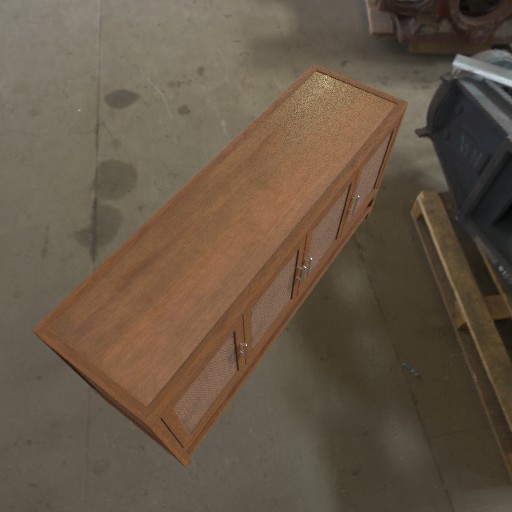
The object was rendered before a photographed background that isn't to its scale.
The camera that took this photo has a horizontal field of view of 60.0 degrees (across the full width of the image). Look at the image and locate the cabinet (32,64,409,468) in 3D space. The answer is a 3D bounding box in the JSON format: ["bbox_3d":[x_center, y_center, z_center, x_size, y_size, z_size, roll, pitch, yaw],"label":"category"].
[{"bbox_3d":[0.000,0.000,2.035,0.522,0.820,1.708,31,62,18],"label":"cabinet"}]
